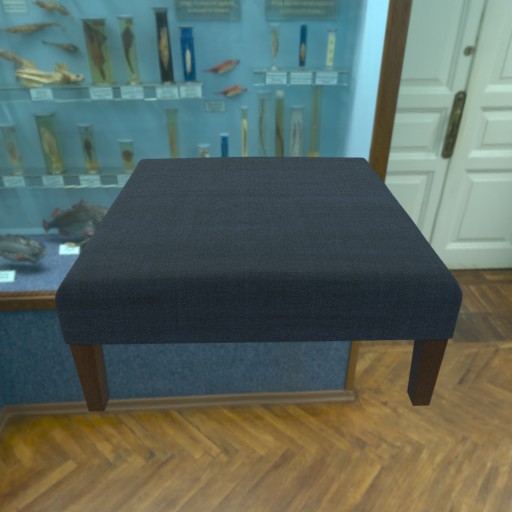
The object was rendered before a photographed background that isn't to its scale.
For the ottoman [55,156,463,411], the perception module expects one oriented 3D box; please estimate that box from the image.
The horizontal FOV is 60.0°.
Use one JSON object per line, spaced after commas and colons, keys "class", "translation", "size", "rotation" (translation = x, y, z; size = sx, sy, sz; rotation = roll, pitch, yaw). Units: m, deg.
{"class": "ottoman", "translation": [0.000, 0.000, 1.401], "size": [0.890, 0.411, 0.889], "rotation": [-1, 30, -1]}
